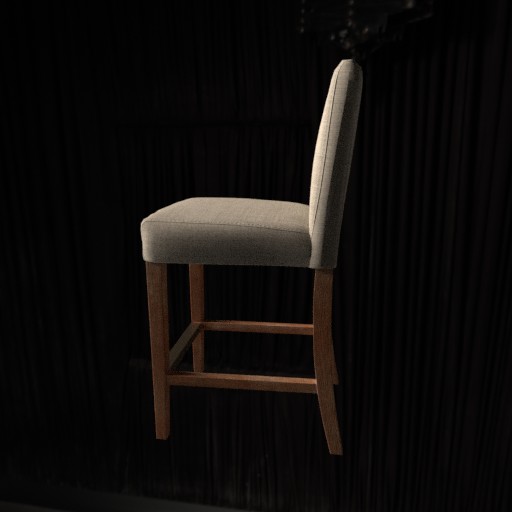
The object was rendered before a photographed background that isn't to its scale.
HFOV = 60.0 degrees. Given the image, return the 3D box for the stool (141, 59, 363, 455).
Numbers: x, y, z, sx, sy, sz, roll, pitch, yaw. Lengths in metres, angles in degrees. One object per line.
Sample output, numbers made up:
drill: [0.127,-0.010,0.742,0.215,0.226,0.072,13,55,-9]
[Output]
stool: [0.000,0.000,1.354,0.567,1.039,0.454,2,15,8]
